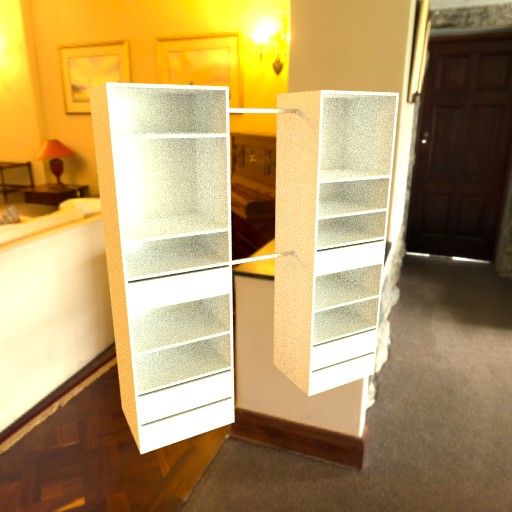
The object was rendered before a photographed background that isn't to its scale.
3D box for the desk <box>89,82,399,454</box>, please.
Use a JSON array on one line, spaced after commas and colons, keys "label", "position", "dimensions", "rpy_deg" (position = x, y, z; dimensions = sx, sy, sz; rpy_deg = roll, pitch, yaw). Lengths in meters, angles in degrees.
[{"label": "desk", "position": [0.000, 0.000, 2.862], "dimensions": [1.770, 2.000, 0.480], "rpy_deg": [-9, 19, -27]}]
